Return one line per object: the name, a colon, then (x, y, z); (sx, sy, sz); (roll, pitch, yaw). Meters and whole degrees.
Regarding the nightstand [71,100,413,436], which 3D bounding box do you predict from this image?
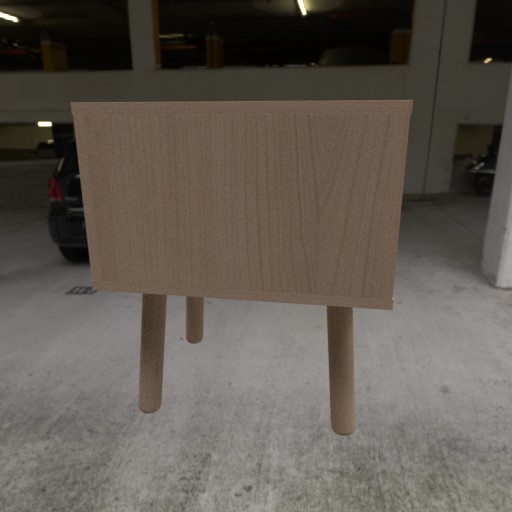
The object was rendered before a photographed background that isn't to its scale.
nightstand: (0.000, 0.000, 0.827); (0.450, 0.530, 0.380); (3, 17, 9)
